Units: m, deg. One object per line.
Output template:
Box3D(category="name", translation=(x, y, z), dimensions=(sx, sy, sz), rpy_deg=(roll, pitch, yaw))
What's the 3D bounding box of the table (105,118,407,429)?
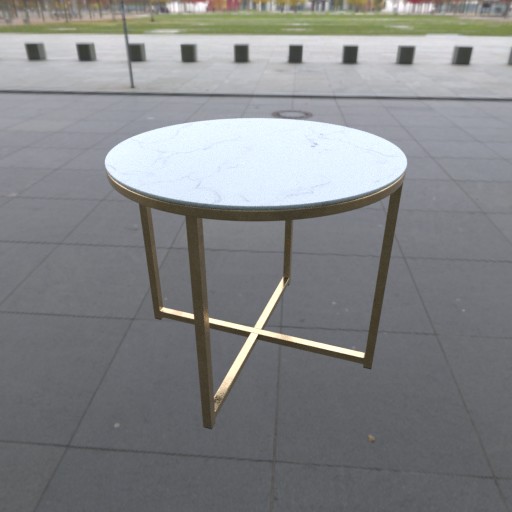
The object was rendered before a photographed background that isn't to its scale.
Box3D(category="table", translation=(0.000, 0.000, 0.866), dimensions=(0.500, 0.420, 0.500), rpy_deg=(0, 29, 0))
